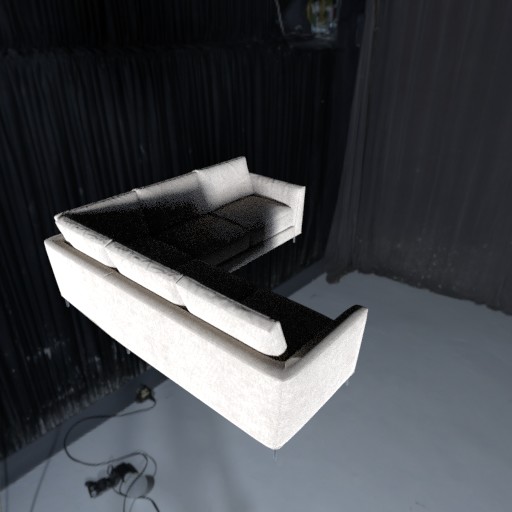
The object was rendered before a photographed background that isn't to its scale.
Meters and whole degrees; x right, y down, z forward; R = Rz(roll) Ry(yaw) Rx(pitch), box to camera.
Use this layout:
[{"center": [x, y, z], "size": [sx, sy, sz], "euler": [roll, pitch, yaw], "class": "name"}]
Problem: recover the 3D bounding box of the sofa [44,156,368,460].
[{"center": [0.000, 0.000, 3.716], "size": [2.438, 0.864, 2.438], "euler": [22, 35, 35], "class": "sofa"}]
